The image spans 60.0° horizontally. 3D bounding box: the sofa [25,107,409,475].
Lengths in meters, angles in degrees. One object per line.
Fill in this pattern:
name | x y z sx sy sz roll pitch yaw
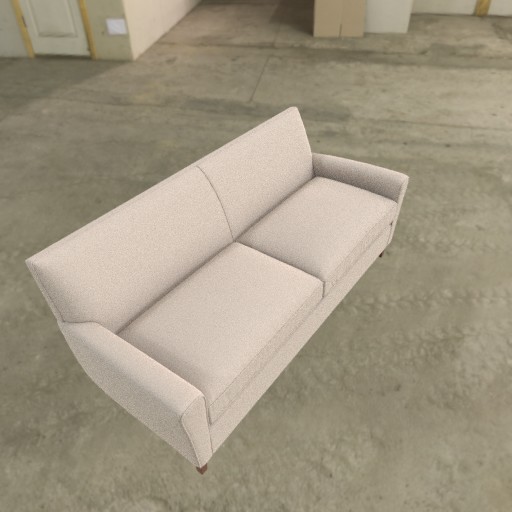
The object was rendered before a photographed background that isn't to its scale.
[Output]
sofa | 0.000 0.000 2.400 0.875 0.846 2.000 26 47 27
